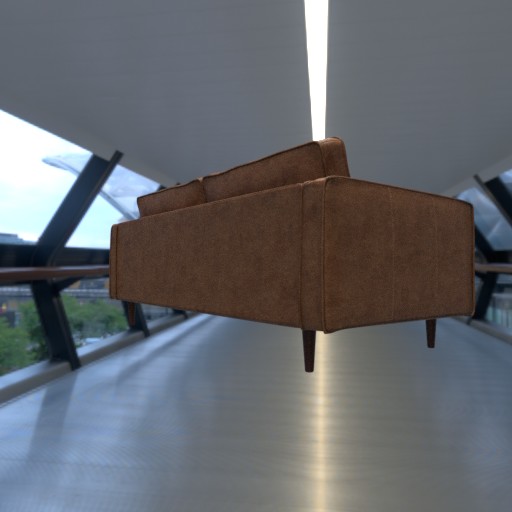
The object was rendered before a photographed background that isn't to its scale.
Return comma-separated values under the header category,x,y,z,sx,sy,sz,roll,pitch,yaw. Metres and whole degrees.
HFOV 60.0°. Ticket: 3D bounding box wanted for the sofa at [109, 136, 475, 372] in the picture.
category,x,y,z,sx,sy,sz,roll,pitch,yaw
sofa,0.000,0.000,2.352,0.924,0.825,1.920,1,-2,-37
